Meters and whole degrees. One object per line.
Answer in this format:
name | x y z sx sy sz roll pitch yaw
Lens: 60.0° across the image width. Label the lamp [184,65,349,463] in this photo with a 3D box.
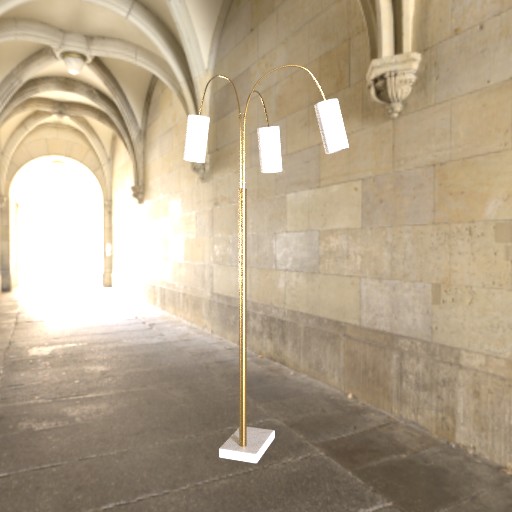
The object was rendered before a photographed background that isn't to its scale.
lamp | 0.000 0.000 2.542 1.020 2.055 0.667 0 1 19
